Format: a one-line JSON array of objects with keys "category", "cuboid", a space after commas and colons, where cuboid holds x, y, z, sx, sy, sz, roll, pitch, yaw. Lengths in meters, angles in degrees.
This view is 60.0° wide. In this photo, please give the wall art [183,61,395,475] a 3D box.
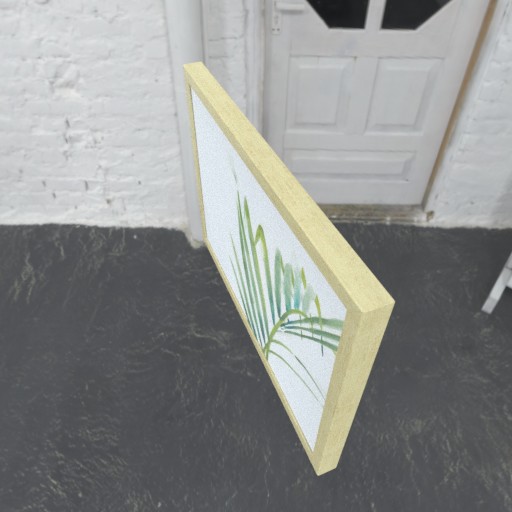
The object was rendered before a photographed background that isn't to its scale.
[{"category": "wall art", "cuboid": [0.000, 0.000, 0.672, 0.032, 0.381, 0.533, -16, 48, -16]}]
